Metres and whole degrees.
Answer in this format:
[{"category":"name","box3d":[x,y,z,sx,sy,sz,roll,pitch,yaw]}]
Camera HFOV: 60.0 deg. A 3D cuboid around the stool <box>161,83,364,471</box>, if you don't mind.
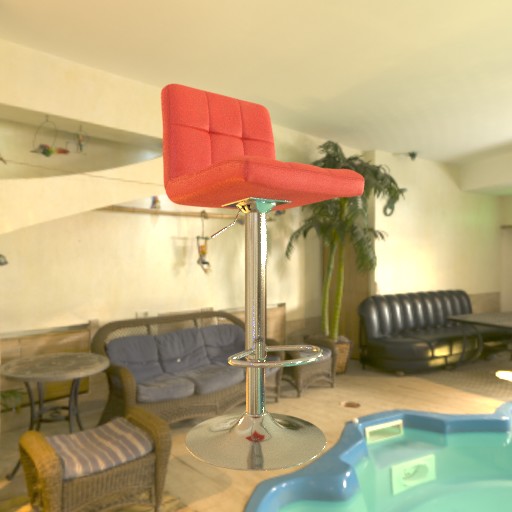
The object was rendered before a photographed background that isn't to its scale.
[{"category":"stool","box3d":[0.000,0.000,1.351,0.430,1.115,0.505,0,0,-36]}]
